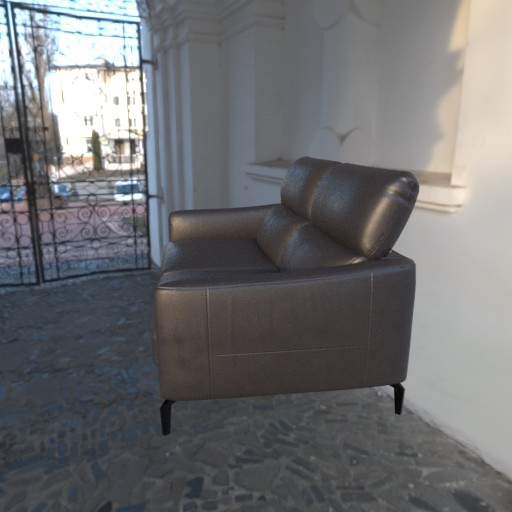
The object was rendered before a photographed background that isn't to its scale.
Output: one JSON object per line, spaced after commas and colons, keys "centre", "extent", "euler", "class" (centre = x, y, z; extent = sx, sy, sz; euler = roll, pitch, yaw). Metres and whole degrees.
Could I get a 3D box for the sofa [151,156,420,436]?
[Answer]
{"centre": [0.000, 0.000, 2.222], "extent": [0.958, 0.920, 1.596], "euler": [-2, 15, -9], "class": "sofa"}
